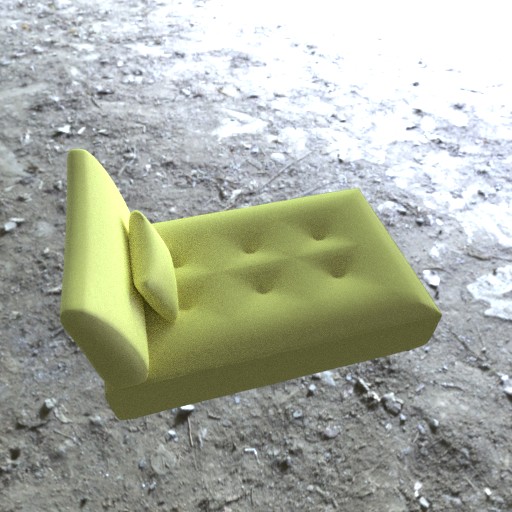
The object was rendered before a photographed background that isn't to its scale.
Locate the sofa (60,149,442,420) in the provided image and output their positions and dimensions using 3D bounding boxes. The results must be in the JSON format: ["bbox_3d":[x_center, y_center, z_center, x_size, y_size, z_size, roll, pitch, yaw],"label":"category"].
[{"bbox_3d":[0.000,0.000,1.998,1.450,0.820,0.930,-11,48,-10],"label":"sofa"}]
